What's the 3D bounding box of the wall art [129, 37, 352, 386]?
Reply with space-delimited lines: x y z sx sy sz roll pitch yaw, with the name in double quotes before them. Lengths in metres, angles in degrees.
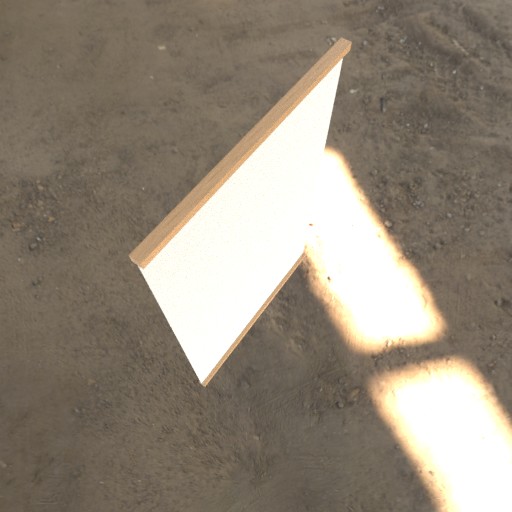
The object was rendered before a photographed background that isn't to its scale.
"wall art" 0.000 0.000 1.300 0.027 1.020 0.669 33 67 16
